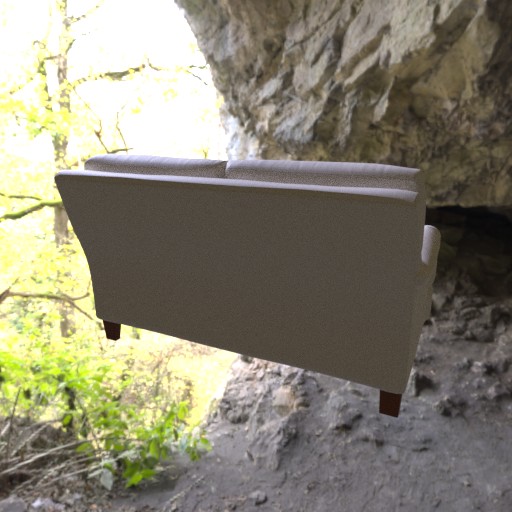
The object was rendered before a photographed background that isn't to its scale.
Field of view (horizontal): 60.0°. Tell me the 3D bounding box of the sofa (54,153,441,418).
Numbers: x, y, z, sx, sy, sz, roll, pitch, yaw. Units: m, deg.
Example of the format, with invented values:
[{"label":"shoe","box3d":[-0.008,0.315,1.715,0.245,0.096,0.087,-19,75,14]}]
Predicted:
[{"label":"sofa","box3d":[0.000,0.000,2.463,1.853,1.101,1.084,8,19,25]}]
